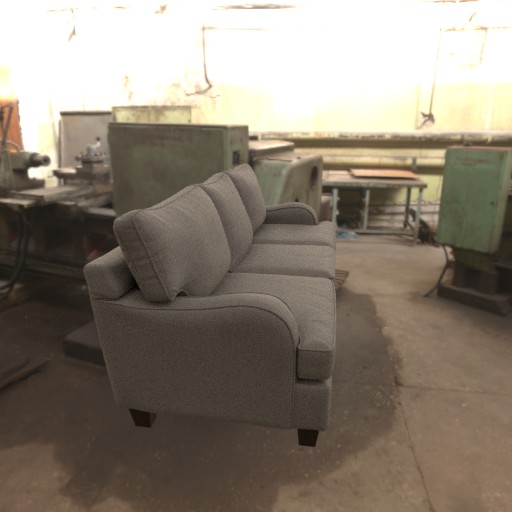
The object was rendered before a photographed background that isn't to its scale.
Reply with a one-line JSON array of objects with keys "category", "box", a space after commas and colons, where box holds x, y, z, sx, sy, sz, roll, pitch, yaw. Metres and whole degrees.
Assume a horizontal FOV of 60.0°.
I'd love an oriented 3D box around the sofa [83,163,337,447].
[{"category": "sofa", "box": [0.000, 0.000, 2.831, 1.016, 0.991, 2.323, 3, 17, 9]}]
